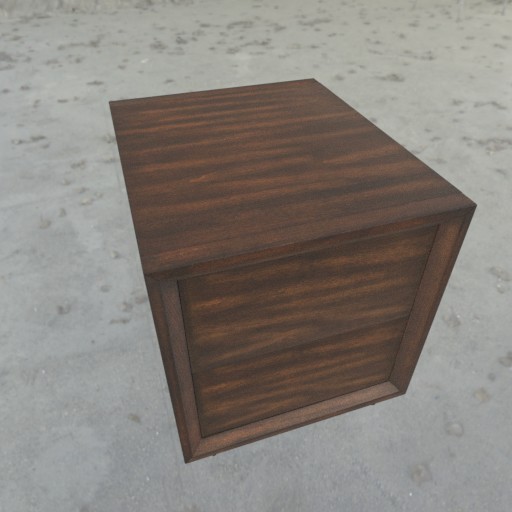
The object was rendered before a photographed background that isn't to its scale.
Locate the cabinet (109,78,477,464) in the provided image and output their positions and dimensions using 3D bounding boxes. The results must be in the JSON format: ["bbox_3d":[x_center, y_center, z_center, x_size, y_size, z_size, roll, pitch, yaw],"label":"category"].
[{"bbox_3d":[0.000,0.000,0.817,0.402,0.455,0.500,-12,41,-14],"label":"cabinet"}]
